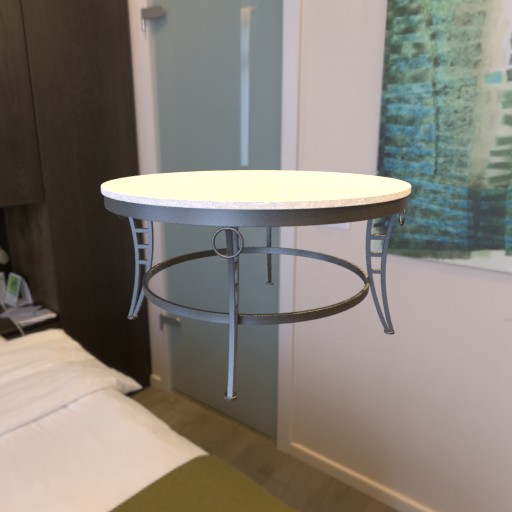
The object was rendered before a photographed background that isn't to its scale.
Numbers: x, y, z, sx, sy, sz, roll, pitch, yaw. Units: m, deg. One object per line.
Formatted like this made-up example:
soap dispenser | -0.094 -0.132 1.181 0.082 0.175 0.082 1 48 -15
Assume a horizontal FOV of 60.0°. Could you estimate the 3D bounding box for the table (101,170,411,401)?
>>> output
table | 0.000 0.000 1.401 0.889 0.470 0.889 0 15 0
